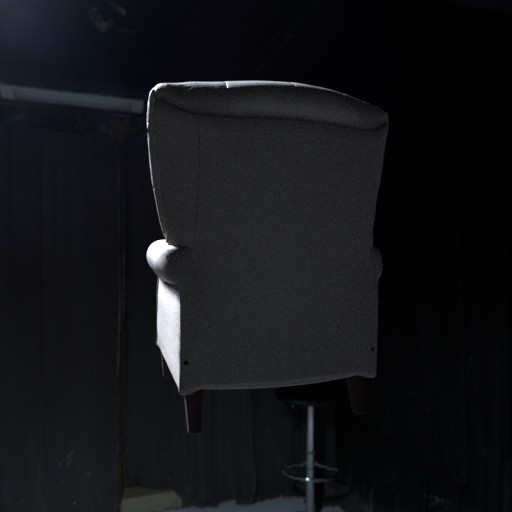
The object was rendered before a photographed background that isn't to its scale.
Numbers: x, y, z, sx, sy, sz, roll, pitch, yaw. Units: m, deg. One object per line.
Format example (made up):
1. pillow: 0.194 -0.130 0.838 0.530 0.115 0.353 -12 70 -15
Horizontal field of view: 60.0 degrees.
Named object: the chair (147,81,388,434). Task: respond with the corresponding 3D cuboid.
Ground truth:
1. chair: 0.000 0.000 1.903 0.942 1.209 1.025 0 0 -17
